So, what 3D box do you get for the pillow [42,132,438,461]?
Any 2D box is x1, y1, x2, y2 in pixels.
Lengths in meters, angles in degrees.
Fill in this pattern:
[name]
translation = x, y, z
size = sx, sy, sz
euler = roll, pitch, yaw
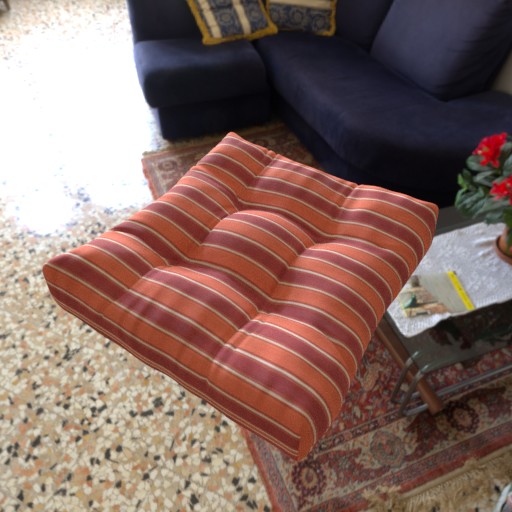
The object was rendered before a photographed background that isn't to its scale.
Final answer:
[pillow]
translation = 0.000, 0.000, 0.736
size = 0.468, 0.133, 0.490
euler = 25, 51, 23
